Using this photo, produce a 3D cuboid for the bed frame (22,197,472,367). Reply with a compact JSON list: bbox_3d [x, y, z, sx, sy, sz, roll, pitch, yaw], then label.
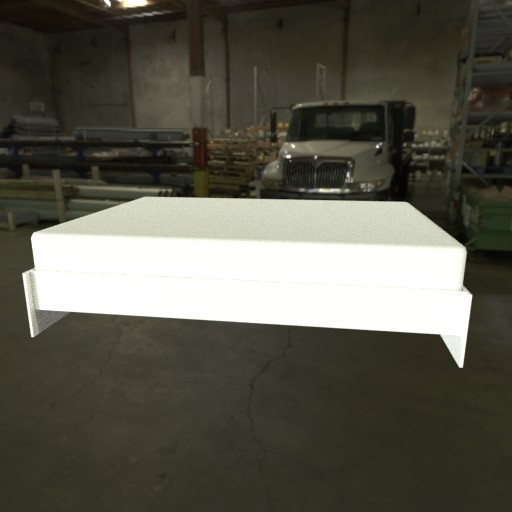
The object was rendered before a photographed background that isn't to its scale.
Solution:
[{"bbox_3d":[0.000,0.000,2.597,1.945,0.497,1.445,2,15,8],"label":"bed frame"}]
